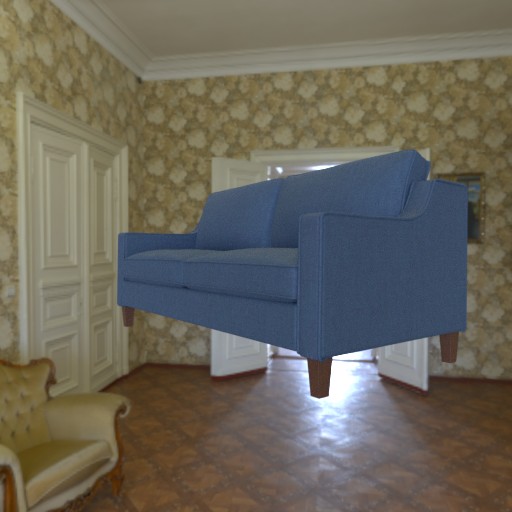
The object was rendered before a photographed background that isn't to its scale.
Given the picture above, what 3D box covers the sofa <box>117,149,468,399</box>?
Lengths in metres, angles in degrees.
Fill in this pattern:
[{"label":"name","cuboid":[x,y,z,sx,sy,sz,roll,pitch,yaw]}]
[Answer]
[{"label":"sofa","cuboid":[0.000,0.000,2.799,1.066,1.071,2.178,0,0,-36]}]
